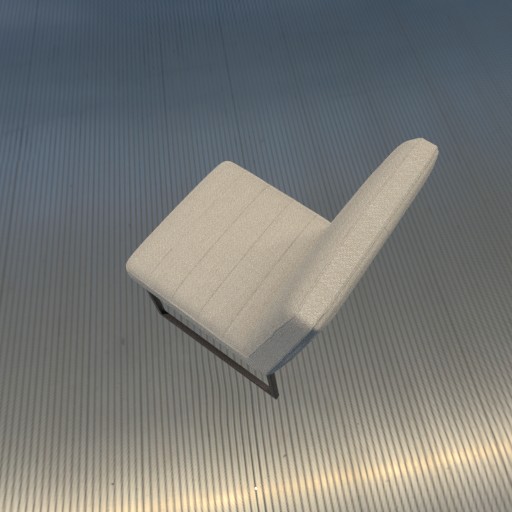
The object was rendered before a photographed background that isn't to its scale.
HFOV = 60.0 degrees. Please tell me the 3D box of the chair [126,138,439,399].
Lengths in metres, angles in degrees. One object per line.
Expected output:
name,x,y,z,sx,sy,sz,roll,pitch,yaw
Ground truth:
chair,0.000,0.000,1.330,0.634,0.930,0.520,33,67,16
